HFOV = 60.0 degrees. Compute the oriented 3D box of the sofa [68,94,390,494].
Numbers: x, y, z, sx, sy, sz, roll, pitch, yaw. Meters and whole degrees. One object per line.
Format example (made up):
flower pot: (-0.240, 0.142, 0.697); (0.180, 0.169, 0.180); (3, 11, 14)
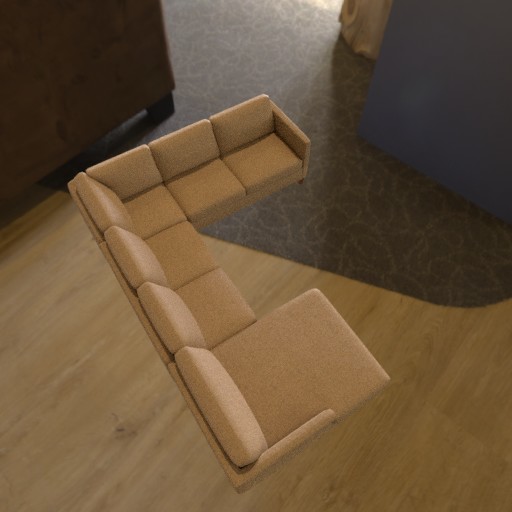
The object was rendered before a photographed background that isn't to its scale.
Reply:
sofa: (0.000, 0.000, 4.420); (2.551, 0.889, 3.403); (-29, 62, -17)
